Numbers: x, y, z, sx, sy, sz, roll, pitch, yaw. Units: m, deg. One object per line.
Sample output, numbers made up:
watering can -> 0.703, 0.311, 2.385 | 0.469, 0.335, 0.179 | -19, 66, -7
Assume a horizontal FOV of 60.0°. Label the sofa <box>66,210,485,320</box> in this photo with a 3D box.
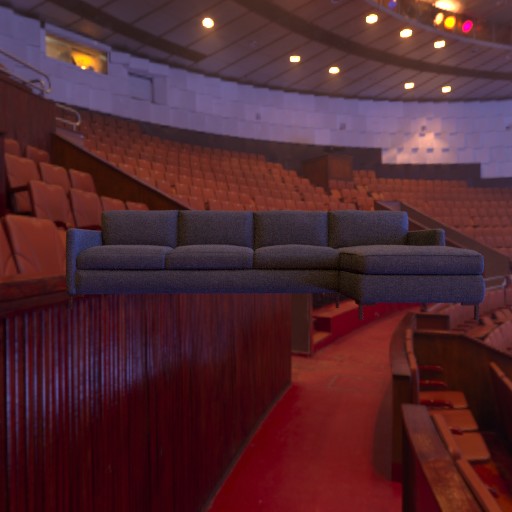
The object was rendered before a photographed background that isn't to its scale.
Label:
sofa -> 0.000, 0.000, 3.464 | 2.932, 0.810, 1.350 | 0, 1, 0
